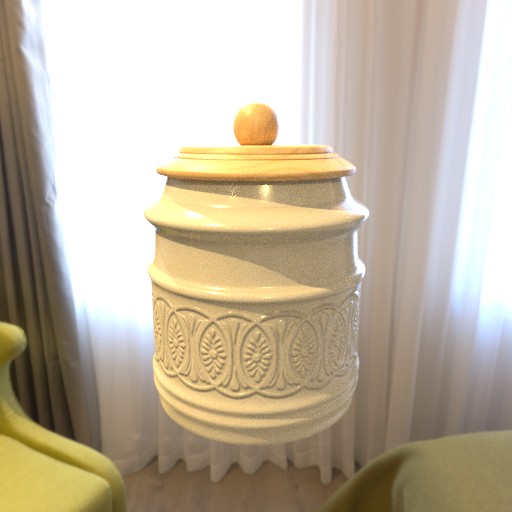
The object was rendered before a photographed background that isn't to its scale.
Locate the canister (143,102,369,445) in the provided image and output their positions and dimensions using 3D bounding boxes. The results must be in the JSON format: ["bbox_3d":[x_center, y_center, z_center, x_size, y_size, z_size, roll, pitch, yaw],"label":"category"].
[{"bbox_3d":[0.000,0.000,0.269,0.130,0.176,0.130,0,15,0],"label":"canister"}]
